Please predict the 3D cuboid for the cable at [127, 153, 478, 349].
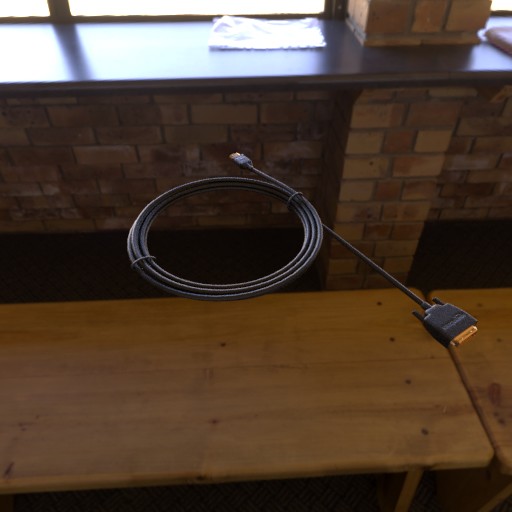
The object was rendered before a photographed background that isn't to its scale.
[{"bbox_3d":[0.000,0.000,0.513,0.257,0.030,0.422,-25,47,-25],"label":"cable"}]
